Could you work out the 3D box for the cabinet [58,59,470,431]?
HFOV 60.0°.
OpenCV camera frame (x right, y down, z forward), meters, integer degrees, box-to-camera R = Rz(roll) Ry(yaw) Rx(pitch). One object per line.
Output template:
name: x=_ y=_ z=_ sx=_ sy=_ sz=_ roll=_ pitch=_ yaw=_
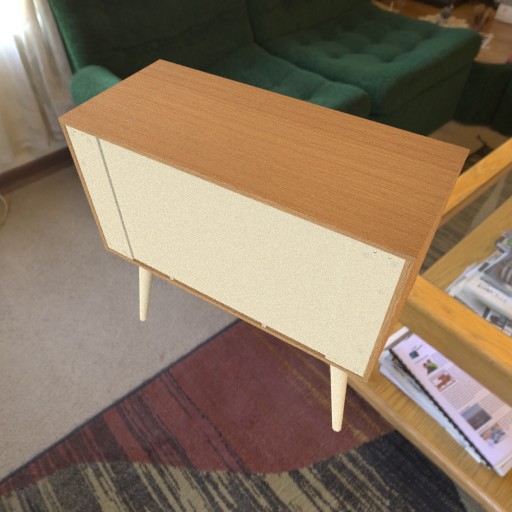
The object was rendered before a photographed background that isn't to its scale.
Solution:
cabinet: x=0.000 y=0.000 z=1.605 sx=1.057 sy=1.016 sz=0.470 roll=24 pitch=52 yaw=21
